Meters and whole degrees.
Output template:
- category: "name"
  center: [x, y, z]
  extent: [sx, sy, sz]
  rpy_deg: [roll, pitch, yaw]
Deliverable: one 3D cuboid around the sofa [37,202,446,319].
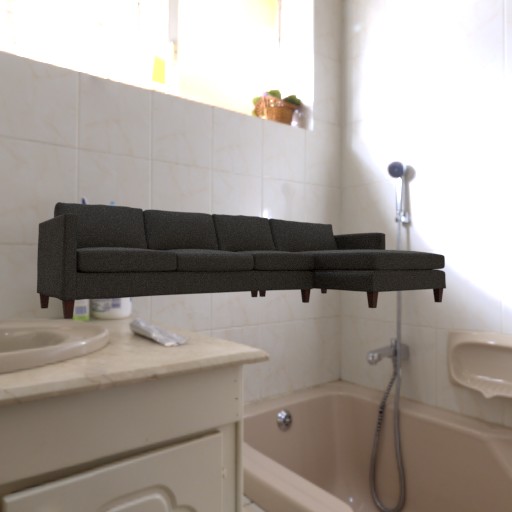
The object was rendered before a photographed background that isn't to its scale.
- category: "sofa"
  center: [0.000, 0.000, 3.825]
  extent: [3.186, 0.846, 1.625]
  rpy_deg: [1, -1, -35]
